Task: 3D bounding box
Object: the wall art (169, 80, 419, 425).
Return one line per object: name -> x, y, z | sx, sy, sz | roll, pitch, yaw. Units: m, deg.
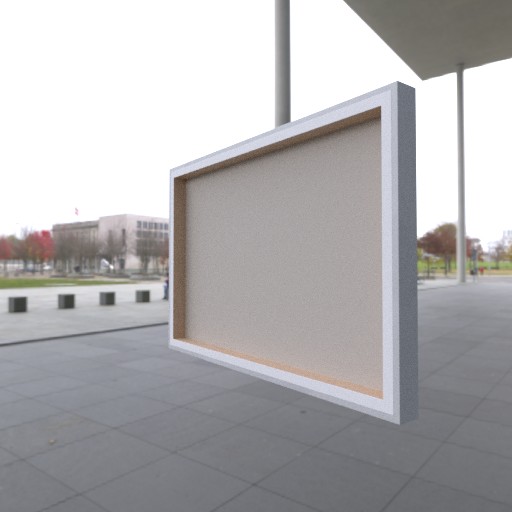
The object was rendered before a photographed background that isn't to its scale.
wall art -> 0.000, 0.000, 0.777 | 0.038, 0.407, 0.609 | 1, -2, -37
